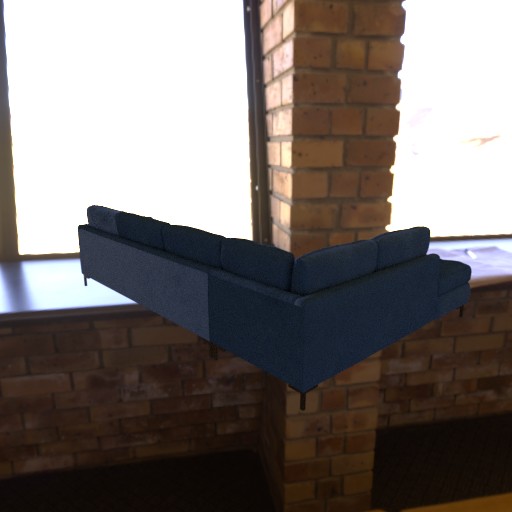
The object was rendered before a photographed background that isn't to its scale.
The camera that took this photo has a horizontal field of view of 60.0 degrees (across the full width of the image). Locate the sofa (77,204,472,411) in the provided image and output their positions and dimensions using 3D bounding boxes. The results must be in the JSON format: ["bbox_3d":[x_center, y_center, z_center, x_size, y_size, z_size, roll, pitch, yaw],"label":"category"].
[{"bbox_3d":[0.000,0.000,3.898,2.007,0.815,2.949,-13,19,-41],"label":"sofa"}]
